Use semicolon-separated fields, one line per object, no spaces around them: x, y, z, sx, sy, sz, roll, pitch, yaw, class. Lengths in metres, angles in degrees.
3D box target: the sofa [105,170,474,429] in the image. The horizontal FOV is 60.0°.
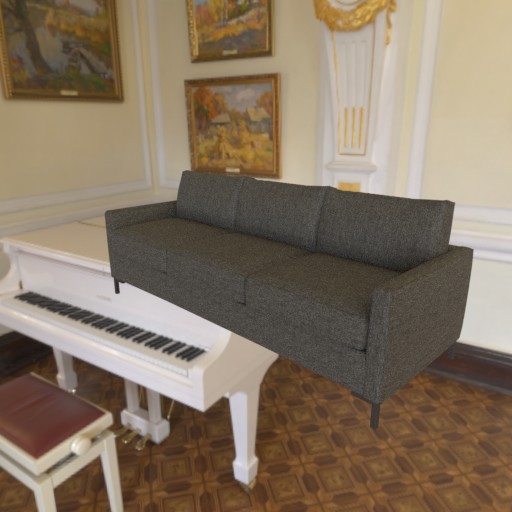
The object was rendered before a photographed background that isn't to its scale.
0.000;0.000;2.721;2.253;0.879;0.876;16;23;42;sofa
